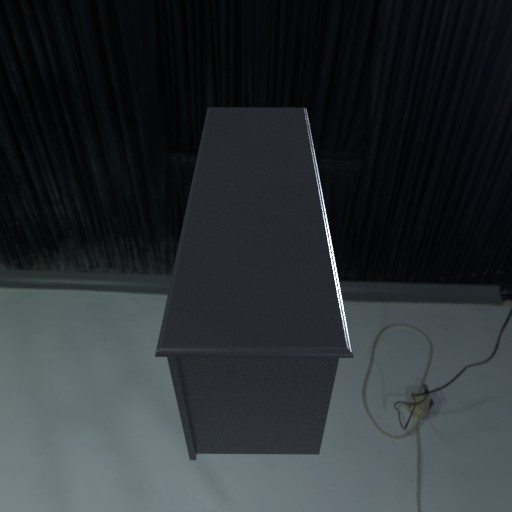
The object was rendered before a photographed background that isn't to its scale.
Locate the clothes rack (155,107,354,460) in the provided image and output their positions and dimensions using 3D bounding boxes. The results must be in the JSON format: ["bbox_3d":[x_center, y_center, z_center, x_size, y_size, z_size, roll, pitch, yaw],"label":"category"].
[{"bbox_3d":[0.000,0.000,1.537,0.406,0.556,1.219,0,41,0],"label":"clothes rack"}]
